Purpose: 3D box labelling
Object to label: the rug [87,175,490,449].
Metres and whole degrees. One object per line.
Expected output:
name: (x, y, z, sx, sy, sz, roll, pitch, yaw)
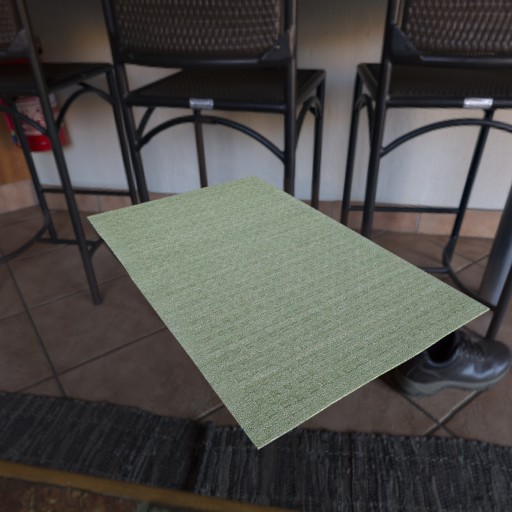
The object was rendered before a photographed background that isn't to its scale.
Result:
rug: (0.000, 0.000, 2.156, 1.143, 0.006, 1.747, -19, 37, -28)
